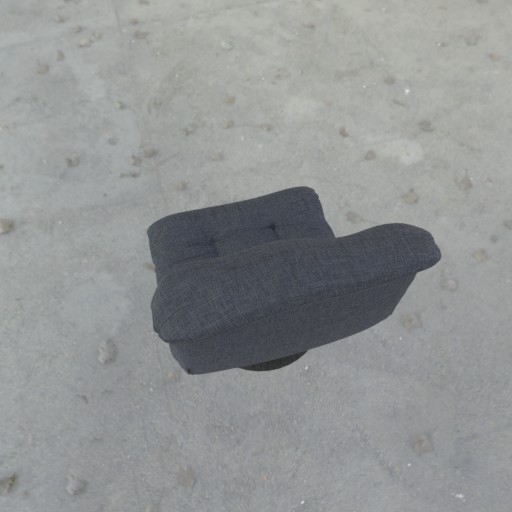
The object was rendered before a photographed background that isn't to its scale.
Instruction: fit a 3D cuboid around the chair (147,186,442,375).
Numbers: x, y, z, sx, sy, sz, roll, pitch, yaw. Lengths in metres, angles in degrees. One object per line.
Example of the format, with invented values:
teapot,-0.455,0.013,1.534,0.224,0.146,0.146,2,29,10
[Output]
chair,0.000,0.000,1.228,0.597,0.749,0.668,-14,59,-9
